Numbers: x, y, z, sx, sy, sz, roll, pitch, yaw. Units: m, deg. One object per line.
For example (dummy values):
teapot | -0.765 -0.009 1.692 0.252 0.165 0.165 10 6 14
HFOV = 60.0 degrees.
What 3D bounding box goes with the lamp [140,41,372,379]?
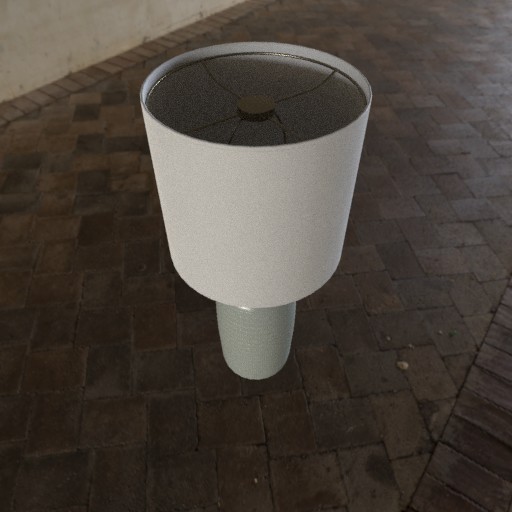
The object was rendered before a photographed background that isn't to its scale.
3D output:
lamp | 0.000 0.000 0.598 0.220 0.475 0.220 -16 48 -15
